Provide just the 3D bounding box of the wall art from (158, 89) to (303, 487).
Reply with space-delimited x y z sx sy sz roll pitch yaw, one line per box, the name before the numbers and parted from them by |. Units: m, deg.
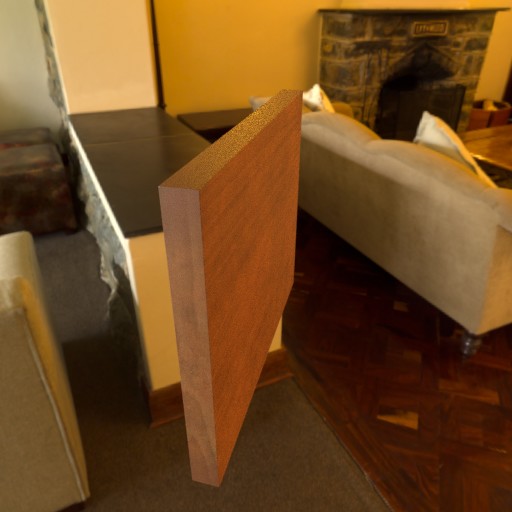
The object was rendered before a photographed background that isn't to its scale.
wall art | 0.000 0.000 0.550 0.030 0.328 0.401 8 31 13
